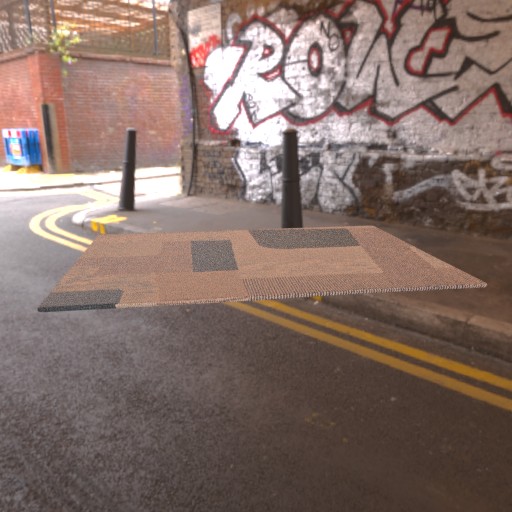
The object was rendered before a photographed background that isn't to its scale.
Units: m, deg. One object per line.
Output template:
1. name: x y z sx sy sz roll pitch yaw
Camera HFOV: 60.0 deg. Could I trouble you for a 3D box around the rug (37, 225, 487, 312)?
1. rug: 0.000 0.000 2.372 1.847 0.020 1.238 -2 16 -8
